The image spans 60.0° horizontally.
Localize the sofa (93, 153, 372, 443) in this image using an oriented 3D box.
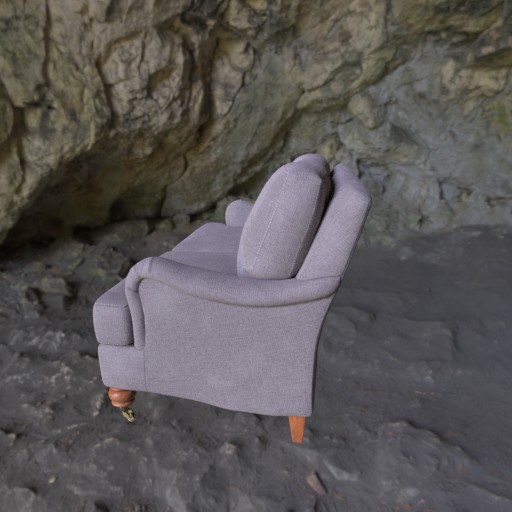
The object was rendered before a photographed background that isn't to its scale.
[{"bbox_3d":[0.000,0.000,2.525,1.084,1.101,1.853,2,15,9],"label":"sofa"}]
